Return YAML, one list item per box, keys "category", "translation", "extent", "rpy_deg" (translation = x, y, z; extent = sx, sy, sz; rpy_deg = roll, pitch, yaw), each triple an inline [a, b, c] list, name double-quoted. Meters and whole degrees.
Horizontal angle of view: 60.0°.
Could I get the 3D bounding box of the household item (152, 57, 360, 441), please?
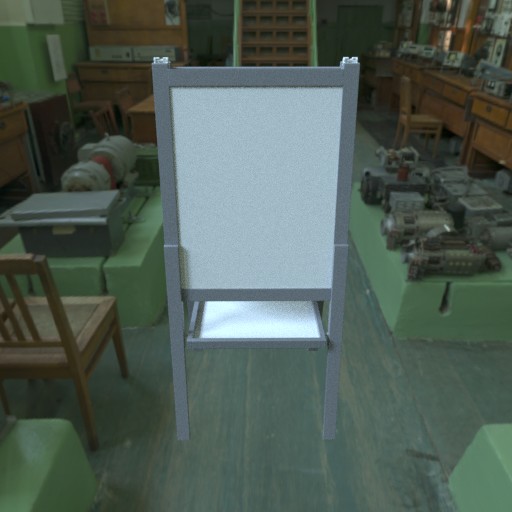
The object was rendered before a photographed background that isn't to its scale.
- category: "household item"
  translation: [0.000, 0.000, 1.429]
  extent: [0.531, 1.172, 0.469]
  rpy_deg: [0, 28, 0]
